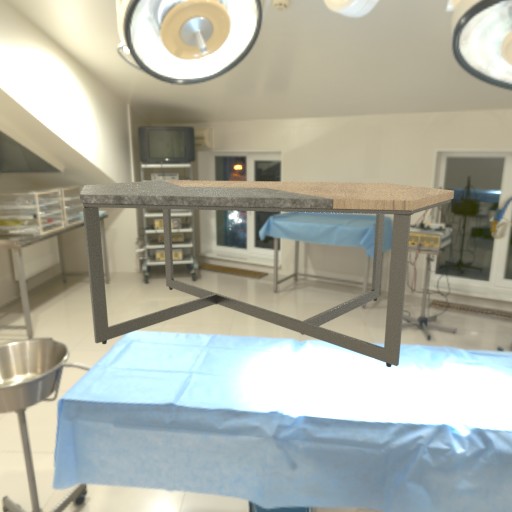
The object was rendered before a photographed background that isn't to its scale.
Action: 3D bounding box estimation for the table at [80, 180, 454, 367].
[{"bbox_3d":[0.000,0.000,1.498,1.219,0.457,0.609,2,14,10],"label":"table"}]
